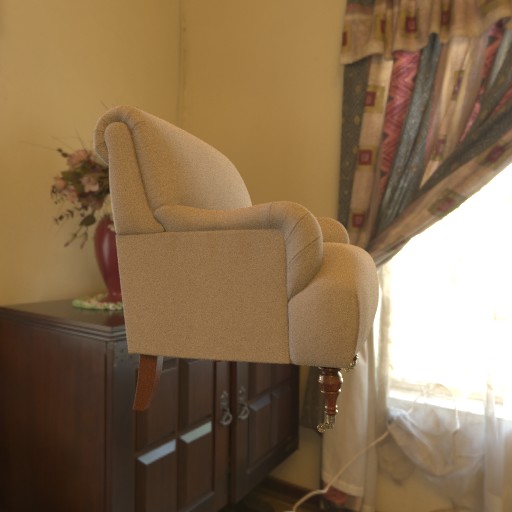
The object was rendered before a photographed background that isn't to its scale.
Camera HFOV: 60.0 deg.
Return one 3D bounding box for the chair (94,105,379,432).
[{"bbox_3d":[0.000,0.000,1.575,0.842,0.942,0.766,0,1,18],"label":"chair"}]
